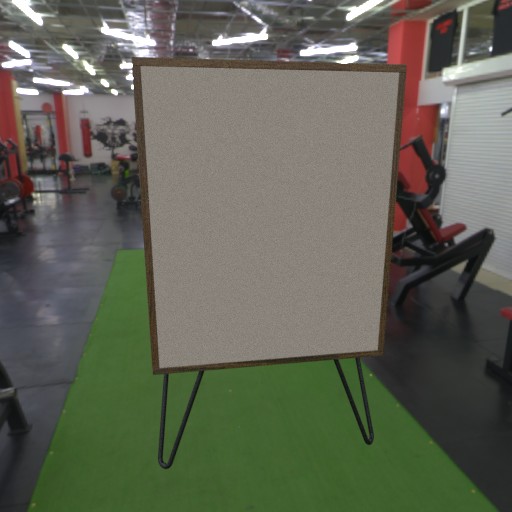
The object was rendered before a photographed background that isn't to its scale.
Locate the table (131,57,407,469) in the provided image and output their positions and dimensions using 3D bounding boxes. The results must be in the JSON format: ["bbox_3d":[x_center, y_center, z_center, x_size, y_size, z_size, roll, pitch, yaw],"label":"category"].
[{"bbox_3d":[0.000,0.000,1.145,0.526,0.866,0.457,-3,15,-9],"label":"table"}]
